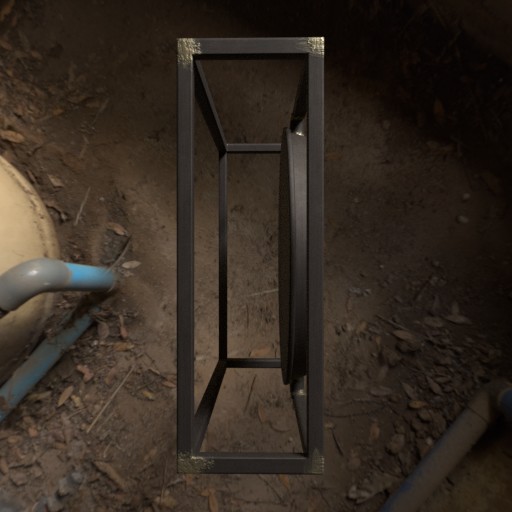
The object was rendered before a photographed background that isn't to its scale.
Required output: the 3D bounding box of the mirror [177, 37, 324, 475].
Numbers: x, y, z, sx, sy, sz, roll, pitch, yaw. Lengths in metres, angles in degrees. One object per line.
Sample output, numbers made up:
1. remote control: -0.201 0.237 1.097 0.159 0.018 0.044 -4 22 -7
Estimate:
1. mirror: 0.000 0.000 0.462 0.107 0.303 0.306 0 90 1
